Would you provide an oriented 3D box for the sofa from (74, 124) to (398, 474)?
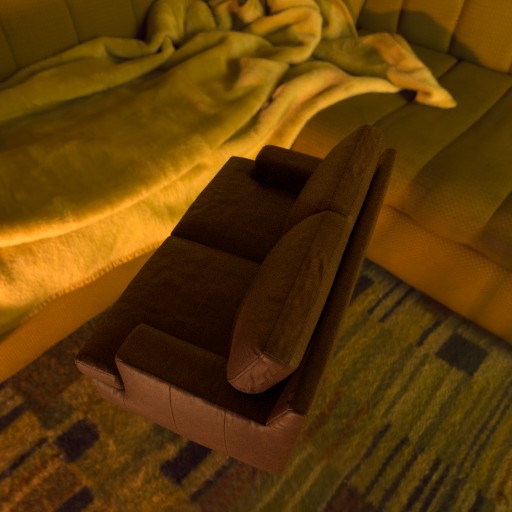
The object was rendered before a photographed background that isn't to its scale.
[{"bbox_3d":[0.000,0.000,2.468,1.143,0.939,1.880,17,49,15],"label":"sofa"}]
